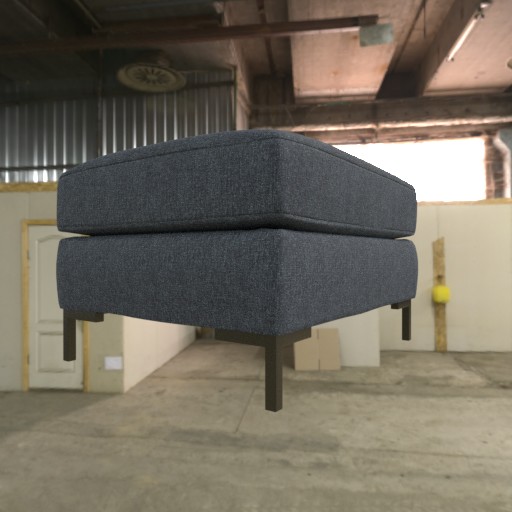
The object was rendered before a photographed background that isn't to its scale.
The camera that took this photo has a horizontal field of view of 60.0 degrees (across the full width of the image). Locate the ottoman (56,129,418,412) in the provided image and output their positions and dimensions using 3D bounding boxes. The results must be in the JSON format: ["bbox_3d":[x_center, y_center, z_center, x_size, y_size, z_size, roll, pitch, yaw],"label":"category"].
[{"bbox_3d":[0.000,0.000,1.268,0.695,0.533,0.831,0,0,35],"label":"ottoman"}]
